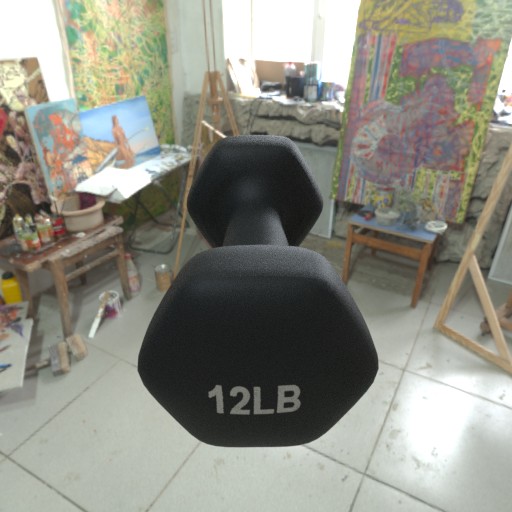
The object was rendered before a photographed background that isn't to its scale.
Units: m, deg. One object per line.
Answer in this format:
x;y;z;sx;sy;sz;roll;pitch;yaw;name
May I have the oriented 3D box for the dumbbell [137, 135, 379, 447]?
0.000;0.000;0.285;0.112;0.101;0.231;0;31;0;dumbbell
